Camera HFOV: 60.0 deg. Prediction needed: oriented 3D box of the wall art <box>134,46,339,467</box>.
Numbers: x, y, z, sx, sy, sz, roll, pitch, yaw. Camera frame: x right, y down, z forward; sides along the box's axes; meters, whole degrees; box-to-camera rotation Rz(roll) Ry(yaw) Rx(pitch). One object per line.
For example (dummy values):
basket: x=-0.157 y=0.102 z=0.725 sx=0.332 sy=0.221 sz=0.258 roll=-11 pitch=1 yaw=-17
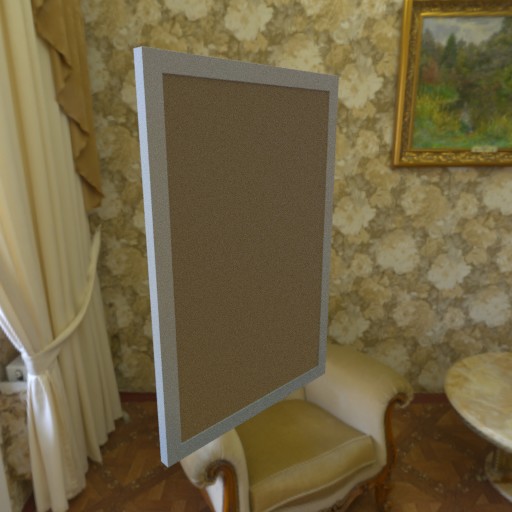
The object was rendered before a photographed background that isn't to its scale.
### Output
wall art: x=0.000 y=0.000 z=1.429 sx=0.764 sy=1.143 sz=0.038 roll=-15 pitch=21 yaw=-43
